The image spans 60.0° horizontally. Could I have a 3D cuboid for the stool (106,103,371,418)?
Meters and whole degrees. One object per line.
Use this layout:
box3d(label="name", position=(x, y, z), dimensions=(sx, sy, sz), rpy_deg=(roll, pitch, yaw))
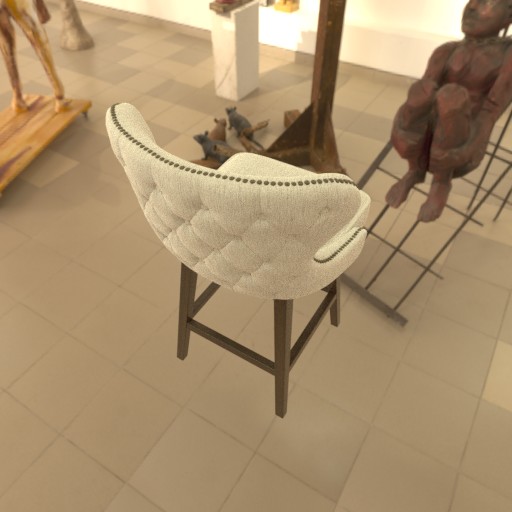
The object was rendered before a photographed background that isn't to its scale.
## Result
box3d(label="stool", position=(0.000, 0.000, 1.323), dimensions=(0.615, 0.972, 0.597), rpy_deg=(24, 50, 21))
